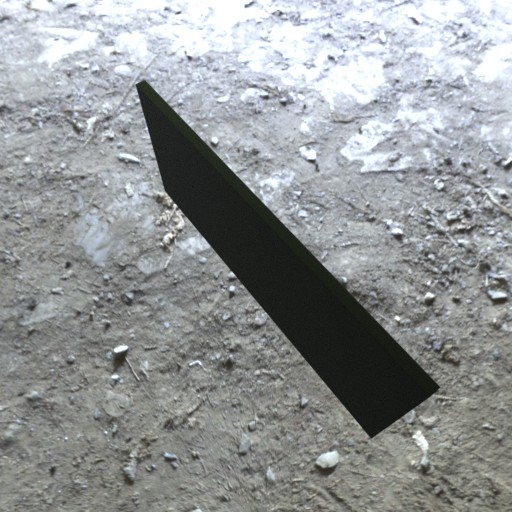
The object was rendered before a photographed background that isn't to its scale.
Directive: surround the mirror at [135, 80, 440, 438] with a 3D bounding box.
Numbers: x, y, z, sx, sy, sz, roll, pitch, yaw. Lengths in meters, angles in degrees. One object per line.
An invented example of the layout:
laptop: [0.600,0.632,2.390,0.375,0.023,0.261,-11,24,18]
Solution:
mirror: [0.000,0.000,1.804,0.047,0.692,1.584,-33,65,-18]
